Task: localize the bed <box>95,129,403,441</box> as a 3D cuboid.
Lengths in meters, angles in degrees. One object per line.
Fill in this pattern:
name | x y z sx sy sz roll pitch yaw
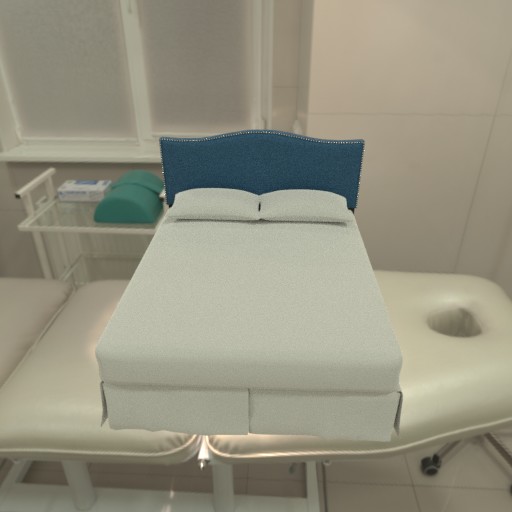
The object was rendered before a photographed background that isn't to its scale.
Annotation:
bed | 0.000 0.000 2.870 1.610 1.169 1.872 1 30 2
